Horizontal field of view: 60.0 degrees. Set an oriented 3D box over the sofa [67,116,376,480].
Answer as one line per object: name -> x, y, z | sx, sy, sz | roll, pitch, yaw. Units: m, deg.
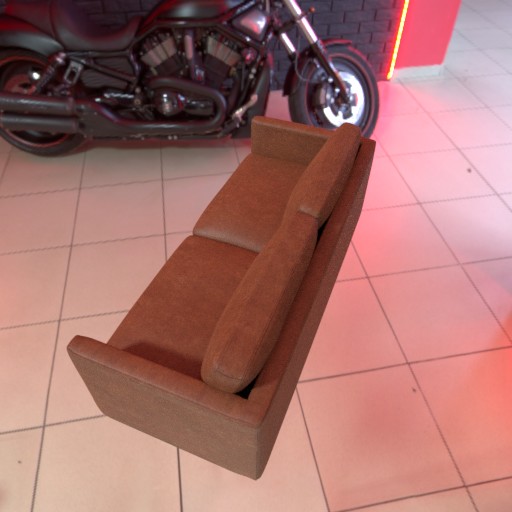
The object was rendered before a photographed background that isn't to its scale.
sofa -> 0.000, 0.000, 2.705 | 0.950, 0.932, 2.204 | 17, 49, 15
